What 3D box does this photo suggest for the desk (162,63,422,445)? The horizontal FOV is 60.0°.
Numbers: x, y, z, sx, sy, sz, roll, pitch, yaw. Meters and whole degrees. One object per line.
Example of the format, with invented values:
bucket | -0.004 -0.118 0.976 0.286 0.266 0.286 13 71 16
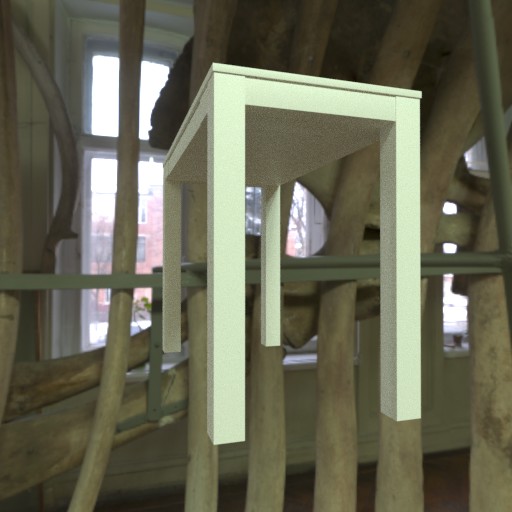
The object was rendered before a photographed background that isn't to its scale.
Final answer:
desk | 0.000 0.000 1.428 0.497 0.762 0.990 0 -1 -18
